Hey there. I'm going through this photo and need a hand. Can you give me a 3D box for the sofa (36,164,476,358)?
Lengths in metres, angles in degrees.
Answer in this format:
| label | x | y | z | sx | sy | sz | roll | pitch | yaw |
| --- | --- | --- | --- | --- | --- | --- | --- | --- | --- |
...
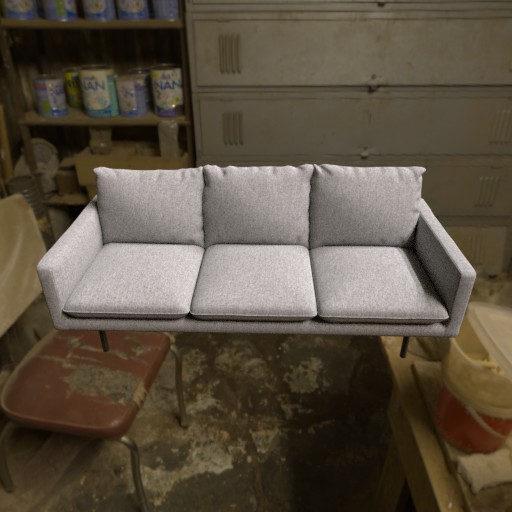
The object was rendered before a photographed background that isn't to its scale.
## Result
| label | x | y | z | sx | sy | sz | roll | pitch | yaw |
| --- | --- | --- | --- | --- | --- | --- | --- | --- | --- |
| sofa | 0.000 | 0.000 | 2.415 | 2.000 | 0.830 | 0.850 | 1 | 31 | 1 |
